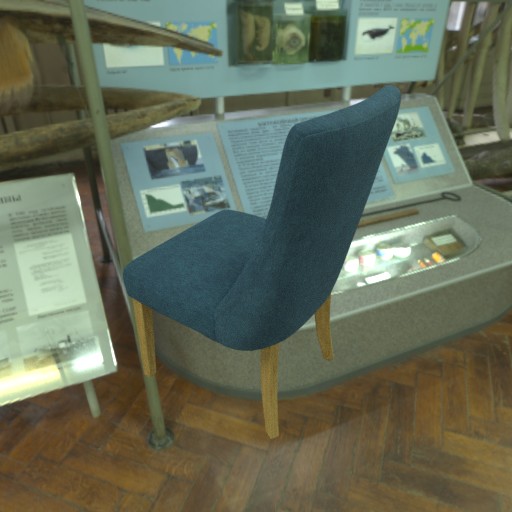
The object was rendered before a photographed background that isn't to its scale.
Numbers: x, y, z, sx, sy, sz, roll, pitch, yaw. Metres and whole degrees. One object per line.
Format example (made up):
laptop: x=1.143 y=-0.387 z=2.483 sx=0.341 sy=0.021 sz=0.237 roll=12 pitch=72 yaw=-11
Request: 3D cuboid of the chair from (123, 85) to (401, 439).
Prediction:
chair: x=0.000 y=0.000 z=1.247 sx=0.609 sy=0.902 sz=0.495 roll=19 pitch=36 yaw=29
